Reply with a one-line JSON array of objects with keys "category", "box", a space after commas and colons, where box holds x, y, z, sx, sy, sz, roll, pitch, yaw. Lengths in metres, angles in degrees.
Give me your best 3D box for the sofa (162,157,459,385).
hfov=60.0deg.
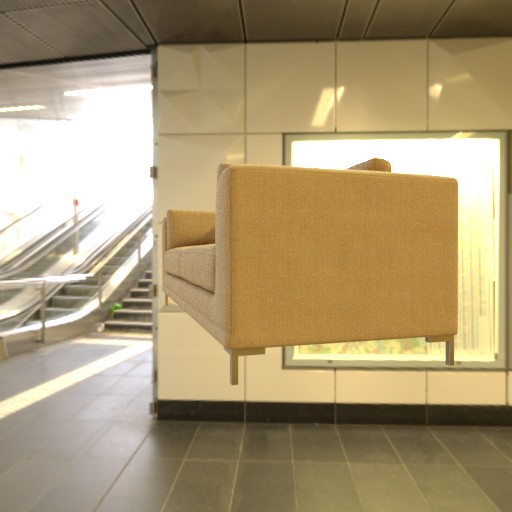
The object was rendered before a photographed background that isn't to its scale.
[{"category": "sofa", "box": [0.000, 0.000, 2.786, 0.969, 0.867, 2.415, 0, 0, -17]}]
